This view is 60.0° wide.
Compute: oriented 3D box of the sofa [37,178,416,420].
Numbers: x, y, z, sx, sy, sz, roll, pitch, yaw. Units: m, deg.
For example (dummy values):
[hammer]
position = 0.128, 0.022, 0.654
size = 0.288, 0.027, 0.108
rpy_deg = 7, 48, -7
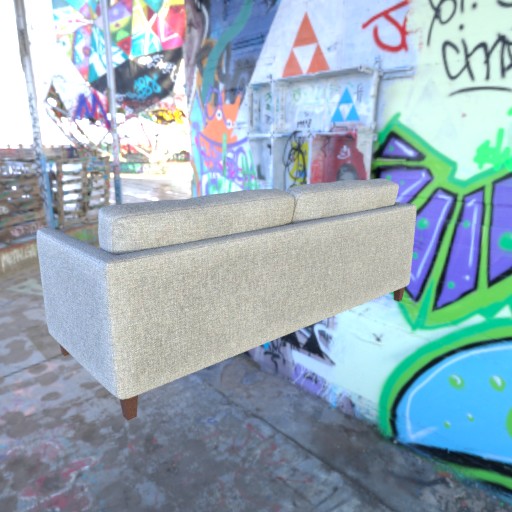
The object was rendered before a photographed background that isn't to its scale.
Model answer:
[sofa]
position = 0.000, 0.000, 2.921
size = 2.434, 0.951, 0.948
rpy_deg = -13, 20, -40
